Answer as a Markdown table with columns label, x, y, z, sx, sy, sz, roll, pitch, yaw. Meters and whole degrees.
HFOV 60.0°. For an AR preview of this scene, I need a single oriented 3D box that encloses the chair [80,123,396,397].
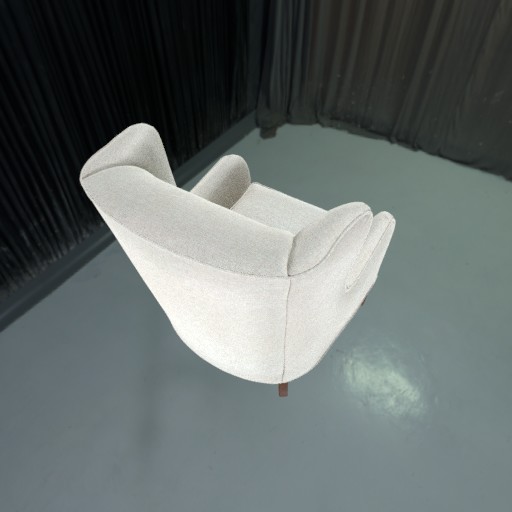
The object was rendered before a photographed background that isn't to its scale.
| label | x | y | z | sx | sy | sz | roll | pitch | yaw |
| --- | --- | --- | --- | --- | --- | --- | --- | --- | --- |
| chair | 0.000 | 0.000 | 1.748 | 0.838 | 1.040 | 0.966 | 25 | 52 | 21 |
